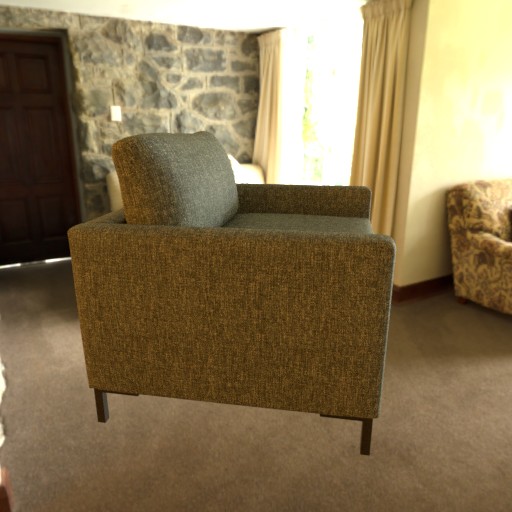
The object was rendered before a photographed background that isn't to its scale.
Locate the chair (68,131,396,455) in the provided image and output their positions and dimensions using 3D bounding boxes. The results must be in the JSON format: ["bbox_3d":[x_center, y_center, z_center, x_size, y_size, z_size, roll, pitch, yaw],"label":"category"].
[{"bbox_3d":[0.000,0.000,1.591,0.866,0.861,0.963,3,17,10],"label":"chair"}]
